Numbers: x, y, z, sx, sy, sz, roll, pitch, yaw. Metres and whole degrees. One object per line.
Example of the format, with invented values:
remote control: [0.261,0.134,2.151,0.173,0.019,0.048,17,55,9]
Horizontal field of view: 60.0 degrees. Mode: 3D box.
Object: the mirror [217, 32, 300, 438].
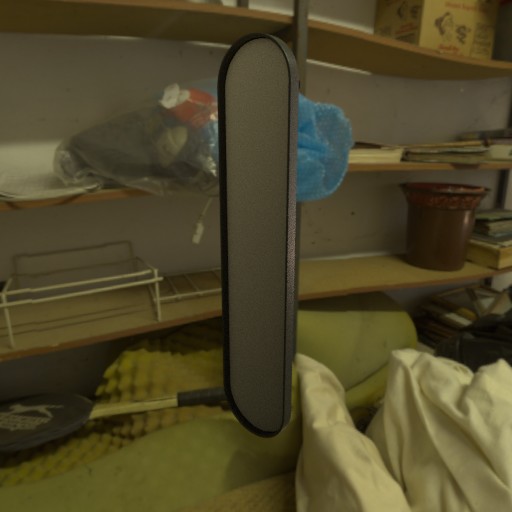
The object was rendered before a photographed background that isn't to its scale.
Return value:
mirror: [0.000,0.000,1.085,0.222,0.991,0.032,14,20,41]
